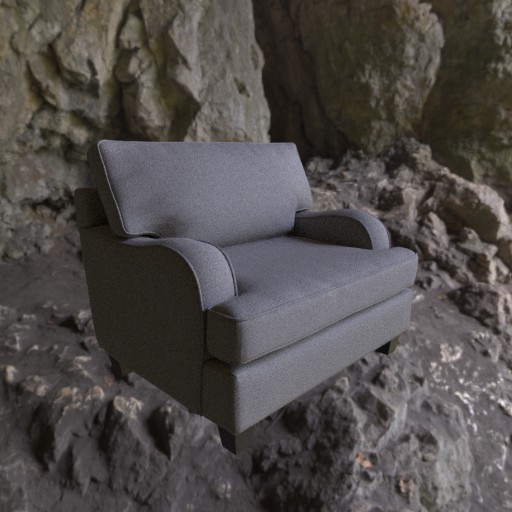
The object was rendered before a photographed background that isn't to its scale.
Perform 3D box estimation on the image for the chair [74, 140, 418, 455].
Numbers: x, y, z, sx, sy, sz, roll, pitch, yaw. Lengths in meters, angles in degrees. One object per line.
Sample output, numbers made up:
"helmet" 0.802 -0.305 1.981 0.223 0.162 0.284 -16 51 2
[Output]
"chair" 0.000 0.000 2.017 1.040 1.016 1.220 13 19 43
